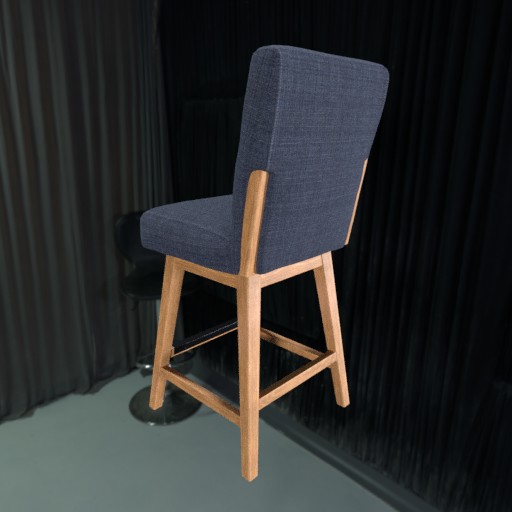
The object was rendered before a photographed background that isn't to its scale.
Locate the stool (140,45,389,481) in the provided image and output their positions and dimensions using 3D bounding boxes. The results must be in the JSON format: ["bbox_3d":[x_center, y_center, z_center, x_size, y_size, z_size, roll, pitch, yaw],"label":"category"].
[{"bbox_3d":[0.000,0.000,1.263,0.526,1.010,0.459,15,22,42],"label":"stool"}]
